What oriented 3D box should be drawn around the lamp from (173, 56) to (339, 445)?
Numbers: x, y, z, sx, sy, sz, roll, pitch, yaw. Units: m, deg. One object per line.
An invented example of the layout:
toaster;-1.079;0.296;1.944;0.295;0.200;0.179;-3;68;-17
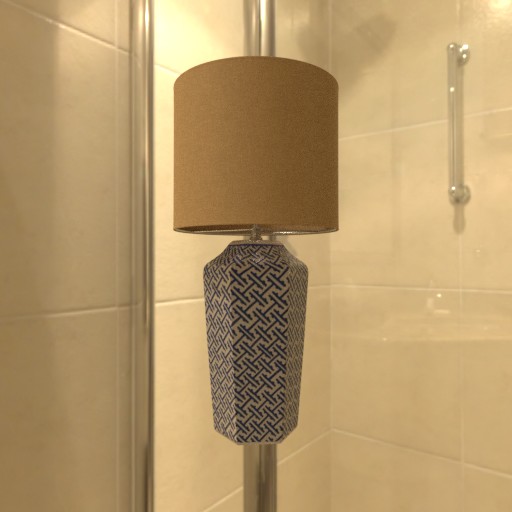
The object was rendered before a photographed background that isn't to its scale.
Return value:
lamp;0.000;0.000;0.869;0.320;0.682;0.320;0;-1;0
